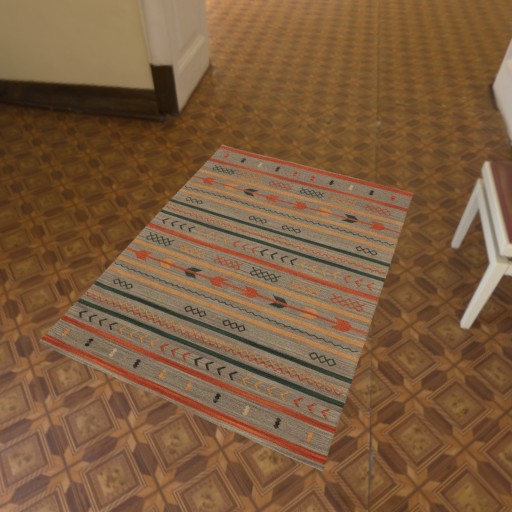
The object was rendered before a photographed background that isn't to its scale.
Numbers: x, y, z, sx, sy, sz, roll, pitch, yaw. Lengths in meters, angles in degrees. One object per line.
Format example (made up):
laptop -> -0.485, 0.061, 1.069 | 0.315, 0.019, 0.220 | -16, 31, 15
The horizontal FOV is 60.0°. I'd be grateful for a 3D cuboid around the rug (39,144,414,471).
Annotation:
rug -> 0.000, 0.000, 3.990 | 2.263, 0.022, 3.029 | 18, 48, 17
